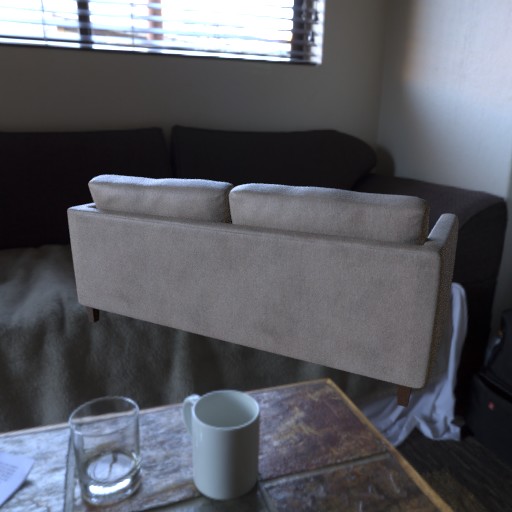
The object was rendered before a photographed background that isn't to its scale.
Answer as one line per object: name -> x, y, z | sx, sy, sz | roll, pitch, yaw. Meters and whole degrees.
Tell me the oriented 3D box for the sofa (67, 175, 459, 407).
sofa -> 0.000, 0.000, 2.739 | 2.208, 0.965, 0.951 | 8, 18, 26
